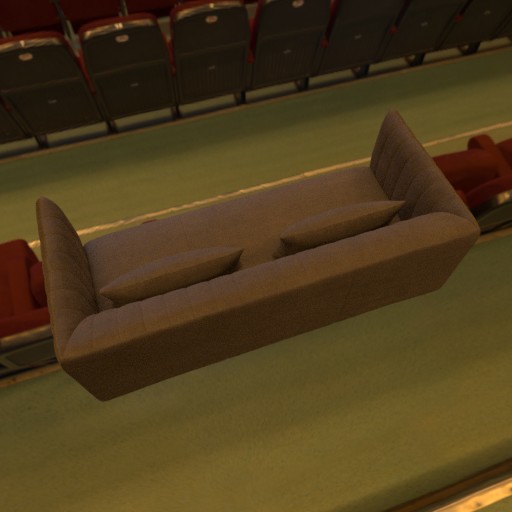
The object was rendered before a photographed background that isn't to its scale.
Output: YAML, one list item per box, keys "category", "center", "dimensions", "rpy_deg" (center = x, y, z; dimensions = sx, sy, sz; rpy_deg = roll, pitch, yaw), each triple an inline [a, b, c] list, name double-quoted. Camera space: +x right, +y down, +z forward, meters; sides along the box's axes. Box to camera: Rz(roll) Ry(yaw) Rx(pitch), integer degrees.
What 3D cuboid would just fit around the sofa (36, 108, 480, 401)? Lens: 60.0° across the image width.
- category: "sofa"
  center: [0.000, 0.000, 2.369]
  dimensions: [1.980, 0.780, 0.876]
  rpy_deg: [-17, 60, -10]
